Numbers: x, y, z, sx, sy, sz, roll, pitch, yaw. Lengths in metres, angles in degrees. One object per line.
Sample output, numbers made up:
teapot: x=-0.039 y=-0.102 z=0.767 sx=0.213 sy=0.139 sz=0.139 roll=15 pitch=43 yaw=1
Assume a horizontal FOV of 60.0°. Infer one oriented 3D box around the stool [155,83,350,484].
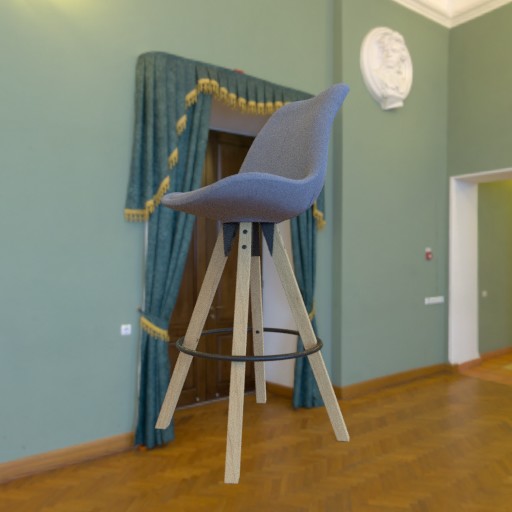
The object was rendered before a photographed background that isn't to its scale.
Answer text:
stool: x=0.000 y=0.000 z=1.398 sx=0.550 sy=1.115 sz=0.485 roll=-1 pitch=1 yaw=-36
